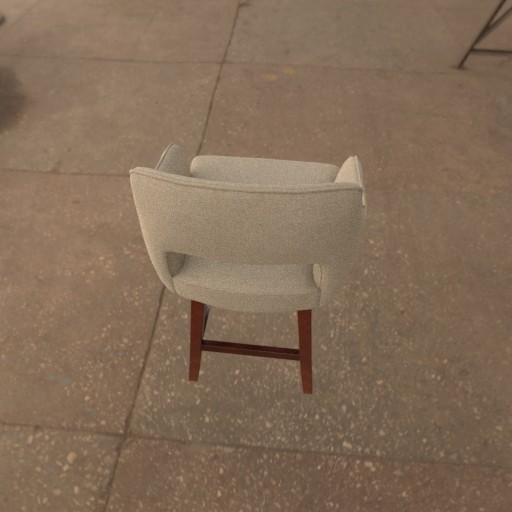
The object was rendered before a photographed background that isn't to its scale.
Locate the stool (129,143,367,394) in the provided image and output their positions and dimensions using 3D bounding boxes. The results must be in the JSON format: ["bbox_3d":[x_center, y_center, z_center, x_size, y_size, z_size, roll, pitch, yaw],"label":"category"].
[{"bbox_3d":[0.000,0.000,1.285,0.550,0.936,0.560,5,48,4],"label":"stool"}]
